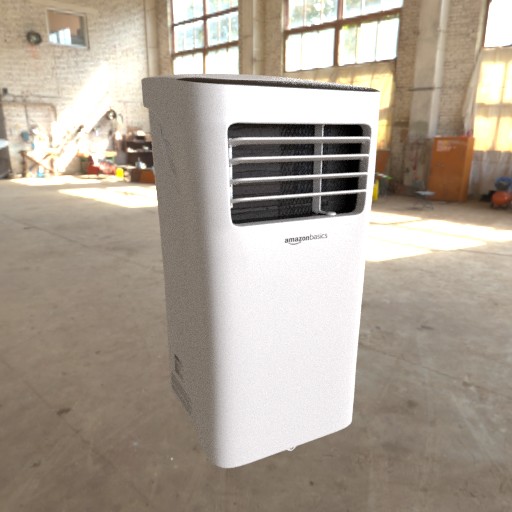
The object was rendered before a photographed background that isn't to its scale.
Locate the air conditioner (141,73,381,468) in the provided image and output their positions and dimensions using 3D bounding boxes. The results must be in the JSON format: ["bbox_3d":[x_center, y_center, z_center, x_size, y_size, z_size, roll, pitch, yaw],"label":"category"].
[{"bbox_3d":[0.000,0.000,0.907,0.352,0.716,0.369,-8,17,-26],"label":"air conditioner"}]
